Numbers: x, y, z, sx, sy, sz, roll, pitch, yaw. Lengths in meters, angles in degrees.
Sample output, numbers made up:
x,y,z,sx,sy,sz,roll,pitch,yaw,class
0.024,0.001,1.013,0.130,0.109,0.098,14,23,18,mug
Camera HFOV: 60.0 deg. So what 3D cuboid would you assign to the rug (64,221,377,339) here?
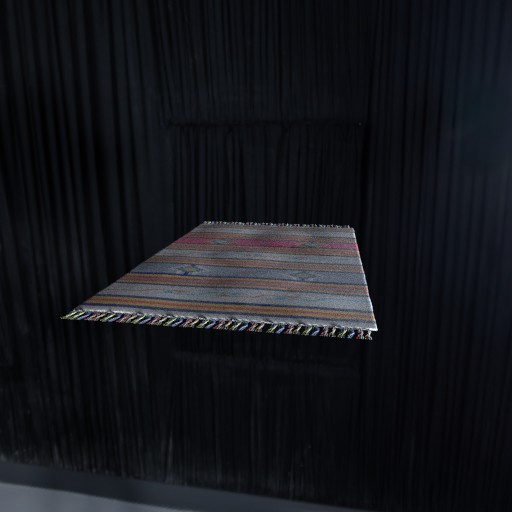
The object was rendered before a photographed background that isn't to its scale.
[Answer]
x,y,z,sx,sy,sz,roll,pitch,yaw,class
0.000,0.000,2.336,1.084,0.013,1.849,2,15,9,rug
